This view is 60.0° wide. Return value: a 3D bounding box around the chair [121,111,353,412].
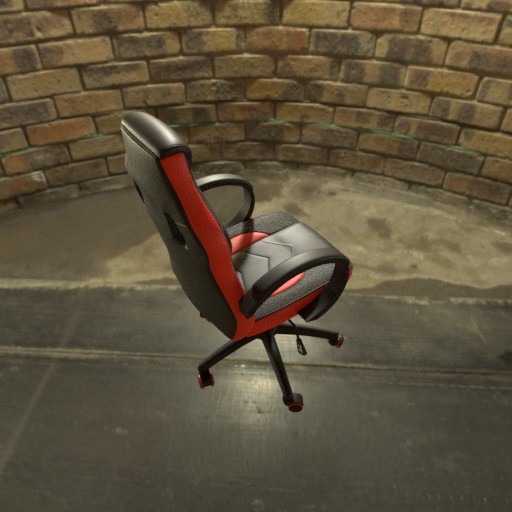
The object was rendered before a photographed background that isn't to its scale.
[{"bbox_3d":[0.000,0.000,1.417,0.642,1.016,0.600,-24,46,-26],"label":"chair"}]
